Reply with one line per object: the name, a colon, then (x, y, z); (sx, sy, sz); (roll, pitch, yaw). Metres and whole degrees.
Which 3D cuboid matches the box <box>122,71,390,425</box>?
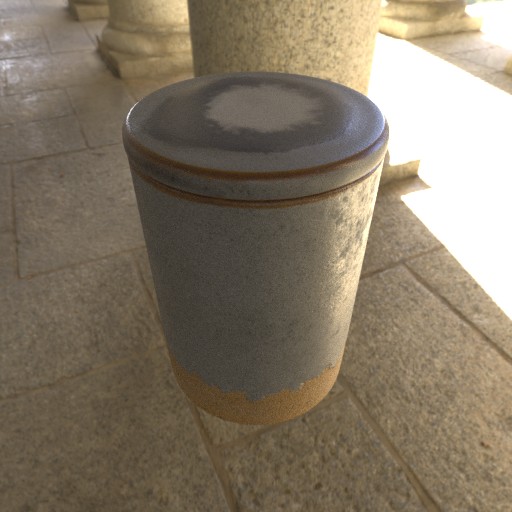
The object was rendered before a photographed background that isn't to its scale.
box: (0.000, 0.000, 0.250); (0.118, 0.168, 0.118); (0, 40, 0)
